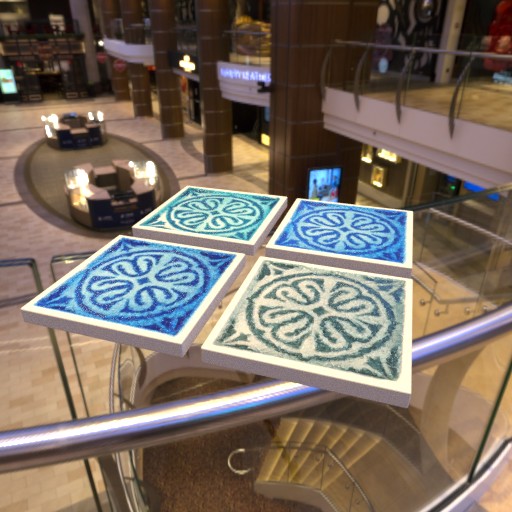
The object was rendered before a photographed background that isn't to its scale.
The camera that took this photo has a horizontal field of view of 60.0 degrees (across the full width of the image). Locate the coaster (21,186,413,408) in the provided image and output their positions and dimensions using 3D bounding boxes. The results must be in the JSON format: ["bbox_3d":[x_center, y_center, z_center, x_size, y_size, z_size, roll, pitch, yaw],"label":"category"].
[{"bbox_3d":[0.000,0.000,0.319,0.214,0.010,0.219,9,30,15],"label":"coaster"}]
